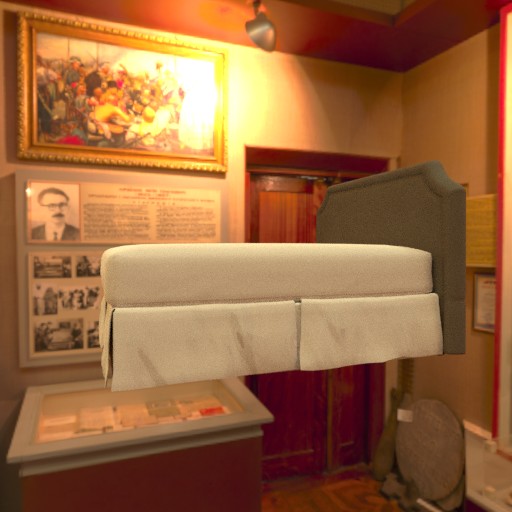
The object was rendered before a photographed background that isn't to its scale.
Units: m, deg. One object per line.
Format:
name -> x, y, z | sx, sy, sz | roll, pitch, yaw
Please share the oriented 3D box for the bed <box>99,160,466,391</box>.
bed -> 0.000, 0.000, 3.260 | 2.181, 1.297, 1.831 | 0, 1, -20
